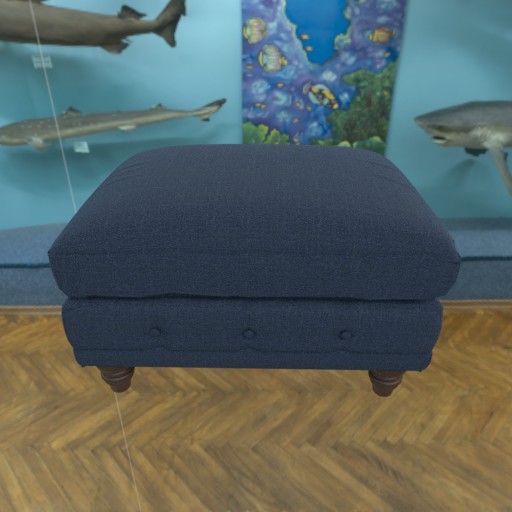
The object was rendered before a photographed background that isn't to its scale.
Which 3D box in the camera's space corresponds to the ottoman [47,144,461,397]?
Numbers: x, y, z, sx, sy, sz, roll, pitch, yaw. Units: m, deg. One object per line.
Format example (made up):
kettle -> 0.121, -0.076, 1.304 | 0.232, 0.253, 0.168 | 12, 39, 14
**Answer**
ottoman -> 0.000, 0.000, 1.104 | 0.767, 0.486, 0.558 | 1, 29, 1
